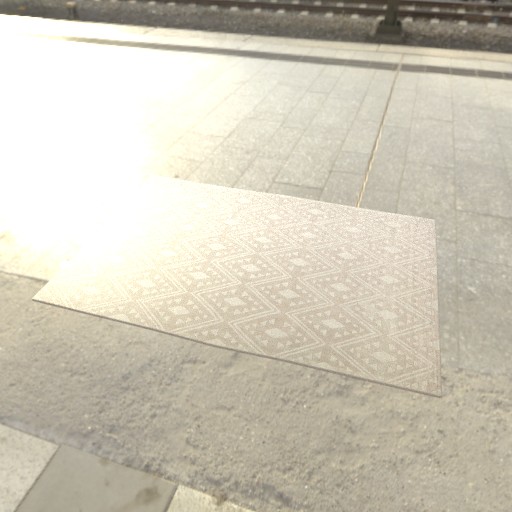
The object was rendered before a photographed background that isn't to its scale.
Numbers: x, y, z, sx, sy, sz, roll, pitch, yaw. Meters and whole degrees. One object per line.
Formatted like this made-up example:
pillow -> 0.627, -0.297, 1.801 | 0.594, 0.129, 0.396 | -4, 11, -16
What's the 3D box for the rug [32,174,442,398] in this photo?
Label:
rug -> 0.000, 0.000, 2.335 | 1.829, 0.034, 1.252 | 10, 40, 13
